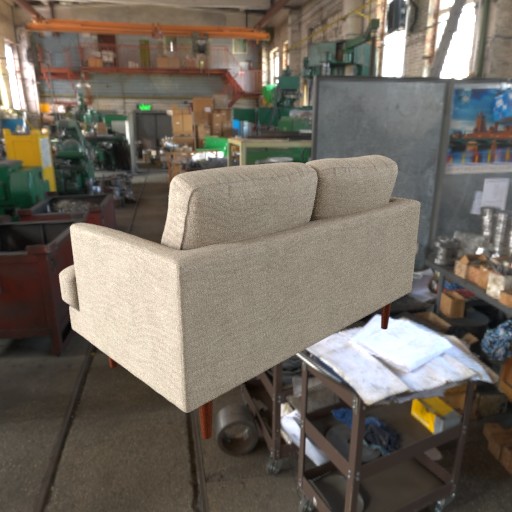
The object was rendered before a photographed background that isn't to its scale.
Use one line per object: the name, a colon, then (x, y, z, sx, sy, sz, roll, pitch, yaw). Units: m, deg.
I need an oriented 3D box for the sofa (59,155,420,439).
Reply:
sofa: (0.000, 0.000, 2.160, 1.582, 0.944, 0.903, -16, 23, -43)
